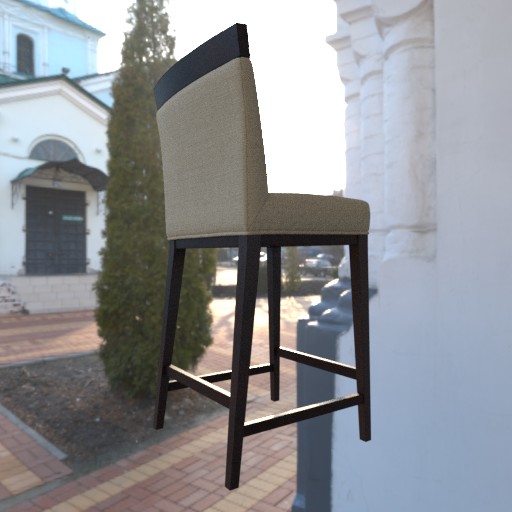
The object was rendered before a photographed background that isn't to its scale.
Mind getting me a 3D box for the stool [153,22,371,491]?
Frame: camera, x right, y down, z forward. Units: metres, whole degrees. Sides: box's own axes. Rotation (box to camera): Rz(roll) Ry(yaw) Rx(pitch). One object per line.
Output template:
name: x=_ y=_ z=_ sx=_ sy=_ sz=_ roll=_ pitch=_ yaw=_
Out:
stool: x=0.000 y=0.000 z=1.390 sx=0.531 sy=1.117 sz=0.511 roll=0 pitch=0 yaw=-35
